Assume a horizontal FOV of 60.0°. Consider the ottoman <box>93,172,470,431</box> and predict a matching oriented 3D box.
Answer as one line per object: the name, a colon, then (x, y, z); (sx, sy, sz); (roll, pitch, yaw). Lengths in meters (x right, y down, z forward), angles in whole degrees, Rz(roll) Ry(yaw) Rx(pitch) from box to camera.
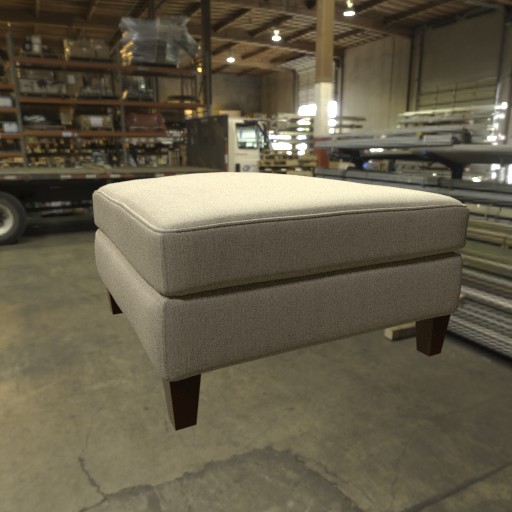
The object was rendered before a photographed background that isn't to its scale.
ottoman: (0.000, 0.000, 1.342); (0.838, 0.478, 0.838); (-7, 16, -26)
